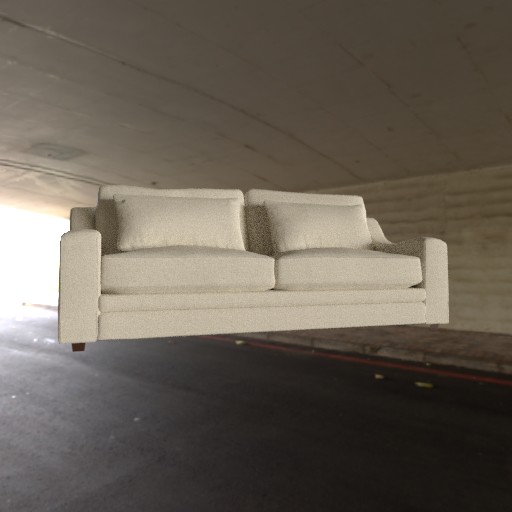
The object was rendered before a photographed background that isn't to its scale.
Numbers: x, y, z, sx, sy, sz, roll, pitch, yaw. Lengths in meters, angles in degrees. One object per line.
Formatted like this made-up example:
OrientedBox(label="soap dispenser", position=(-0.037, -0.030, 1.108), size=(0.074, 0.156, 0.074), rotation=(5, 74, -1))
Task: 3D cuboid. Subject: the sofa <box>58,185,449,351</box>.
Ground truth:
OrientedBox(label="sofa", position=(0.000, 0.000, 3.103), size=(2.470, 1.022, 1.009), rotation=(0, -1, -18))
